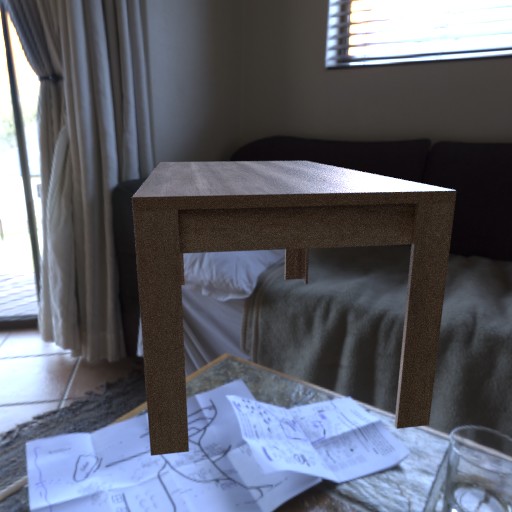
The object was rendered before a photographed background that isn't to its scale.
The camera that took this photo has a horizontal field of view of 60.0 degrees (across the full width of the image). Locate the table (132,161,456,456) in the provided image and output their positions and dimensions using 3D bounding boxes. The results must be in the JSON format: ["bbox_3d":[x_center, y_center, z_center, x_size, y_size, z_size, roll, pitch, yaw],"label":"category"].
[{"bbox_3d":[0.000,0.000,2.059,0.900,0.775,1.600,-2,15,-9],"label":"table"}]
